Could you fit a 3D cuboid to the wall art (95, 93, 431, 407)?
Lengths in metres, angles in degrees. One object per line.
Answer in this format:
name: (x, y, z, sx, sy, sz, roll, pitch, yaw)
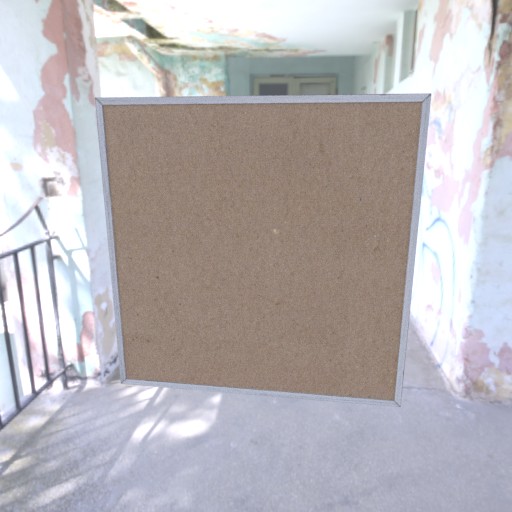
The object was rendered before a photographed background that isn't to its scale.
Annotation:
wall art: (0.000, 0.000, 0.749, 0.508, 0.508, 0.038, 2, 15, 8)
